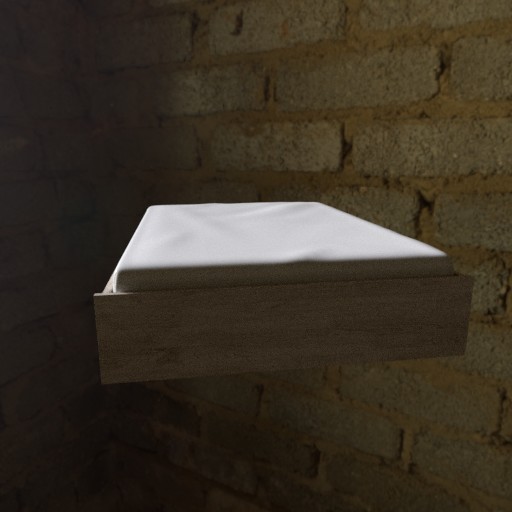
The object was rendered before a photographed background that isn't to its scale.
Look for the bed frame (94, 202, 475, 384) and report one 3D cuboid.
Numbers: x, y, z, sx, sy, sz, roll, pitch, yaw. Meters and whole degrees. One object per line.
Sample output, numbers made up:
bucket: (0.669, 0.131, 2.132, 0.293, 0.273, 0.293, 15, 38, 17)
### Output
bed frame: (0.000, 0.000, 2.657, 1.490, 0.462, 1.950, -2, 14, -9)
